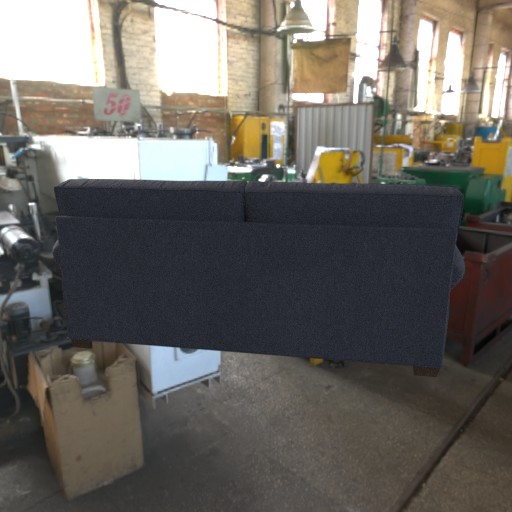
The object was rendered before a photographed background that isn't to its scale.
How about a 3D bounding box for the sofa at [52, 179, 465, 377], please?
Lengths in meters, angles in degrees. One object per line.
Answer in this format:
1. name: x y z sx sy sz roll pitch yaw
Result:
1. sofa: 0.000 0.000 2.868 2.391 1.026 0.954 3 16 9
